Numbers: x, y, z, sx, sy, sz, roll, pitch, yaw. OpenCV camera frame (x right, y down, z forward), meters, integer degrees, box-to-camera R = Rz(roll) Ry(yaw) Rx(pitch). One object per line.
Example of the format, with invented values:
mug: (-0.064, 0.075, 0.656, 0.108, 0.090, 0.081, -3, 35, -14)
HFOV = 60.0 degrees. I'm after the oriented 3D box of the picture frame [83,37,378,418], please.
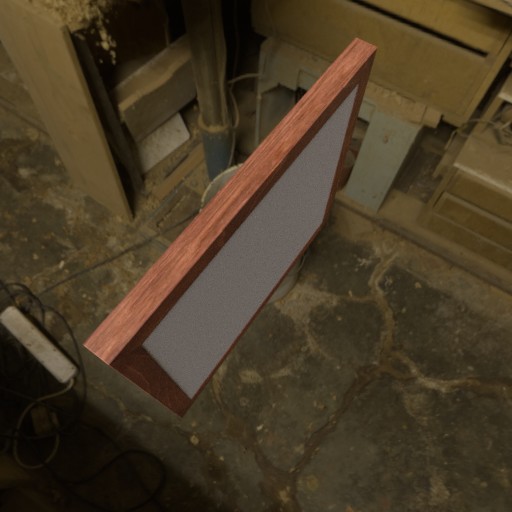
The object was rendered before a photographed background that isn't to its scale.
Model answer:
picture frame: (0.000, 0.000, 0.520, 0.025, 0.330, 0.381, 32, 68, 15)
